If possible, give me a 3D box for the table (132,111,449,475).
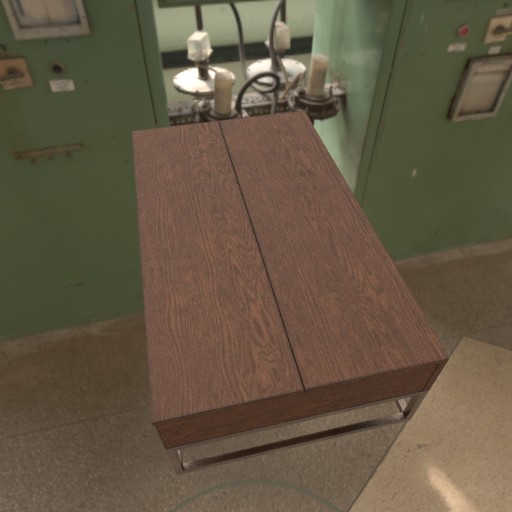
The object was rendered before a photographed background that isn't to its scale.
[{"bbox_3d":[0.000,0.000,1.514,0.719,0.361,1.167,-9,48,-9],"label":"table"}]
